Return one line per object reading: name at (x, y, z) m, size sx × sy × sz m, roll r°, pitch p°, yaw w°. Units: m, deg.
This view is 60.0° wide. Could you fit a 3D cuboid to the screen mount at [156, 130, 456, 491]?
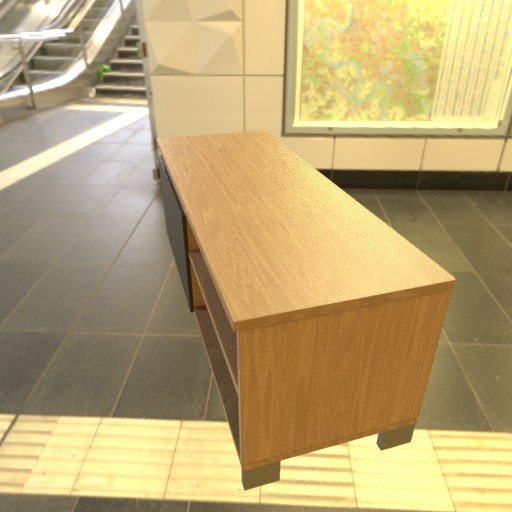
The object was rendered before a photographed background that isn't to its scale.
screen mount at (0.000, 0.000, 1.277) m, size 0.406 × 0.432 × 1.084 m, roll -9°, pitch 31°, yaw -15°
